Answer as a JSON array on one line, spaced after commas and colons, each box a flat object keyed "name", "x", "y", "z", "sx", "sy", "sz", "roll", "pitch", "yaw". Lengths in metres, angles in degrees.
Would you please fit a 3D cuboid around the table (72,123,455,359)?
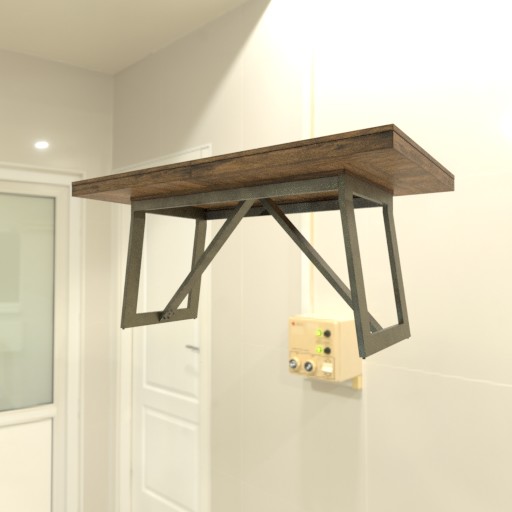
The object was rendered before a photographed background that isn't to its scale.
[{"name": "table", "x": 0.000, "y": 0.000, "z": 2.171, "sx": 1.641, "sy": 0.757, "sz": 0.931, "roll": -1, "pitch": -2, "yaw": 34}]
